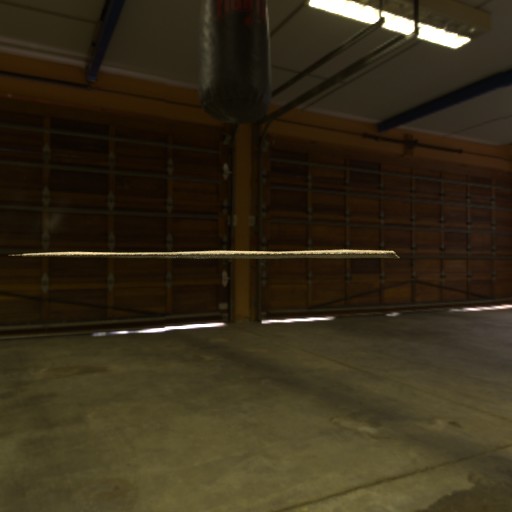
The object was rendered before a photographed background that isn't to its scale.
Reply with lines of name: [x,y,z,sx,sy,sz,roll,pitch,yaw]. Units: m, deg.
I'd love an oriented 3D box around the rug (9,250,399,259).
rug: [0.000,0.000,3.962,2.426,0.034,3.061,0,-1,18]
